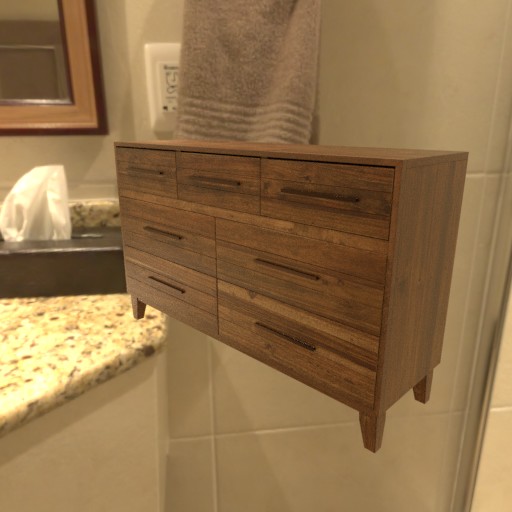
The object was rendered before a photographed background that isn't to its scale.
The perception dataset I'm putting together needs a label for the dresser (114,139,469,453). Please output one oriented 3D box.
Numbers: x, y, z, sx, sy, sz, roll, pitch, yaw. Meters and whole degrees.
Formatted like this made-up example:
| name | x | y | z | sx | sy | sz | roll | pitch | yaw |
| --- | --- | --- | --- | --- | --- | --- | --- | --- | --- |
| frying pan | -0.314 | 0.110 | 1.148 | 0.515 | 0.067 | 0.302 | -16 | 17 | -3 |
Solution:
| name | x | y | z | sx | sy | sz | roll | pitch | yaw |
| --- | --- | --- | --- | --- | --- | --- | --- | --- | --- |
| dresser | 0.000 | 0.000 | 1.806 | 1.400 | 0.873 | 0.446 | 16 | 23 | 42 |
